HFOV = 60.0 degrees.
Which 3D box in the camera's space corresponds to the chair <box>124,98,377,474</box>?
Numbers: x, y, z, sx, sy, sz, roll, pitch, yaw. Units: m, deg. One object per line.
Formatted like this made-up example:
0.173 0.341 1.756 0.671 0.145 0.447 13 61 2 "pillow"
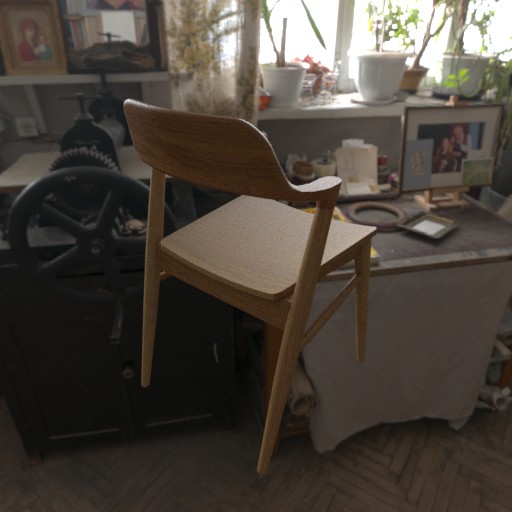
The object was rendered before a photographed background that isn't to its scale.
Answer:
0.000 0.000 1.119 0.512 0.792 0.499 22 36 33 "chair"
